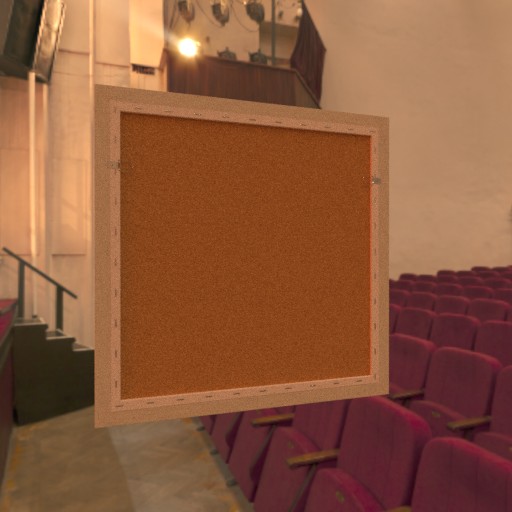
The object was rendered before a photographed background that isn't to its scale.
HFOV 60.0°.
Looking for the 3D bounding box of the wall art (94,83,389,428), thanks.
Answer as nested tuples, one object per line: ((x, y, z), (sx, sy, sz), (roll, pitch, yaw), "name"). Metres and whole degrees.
((0.000, 0.000, 1.485), (1.016, 1.016, 0.045), (0, 0, -18), "wall art")
